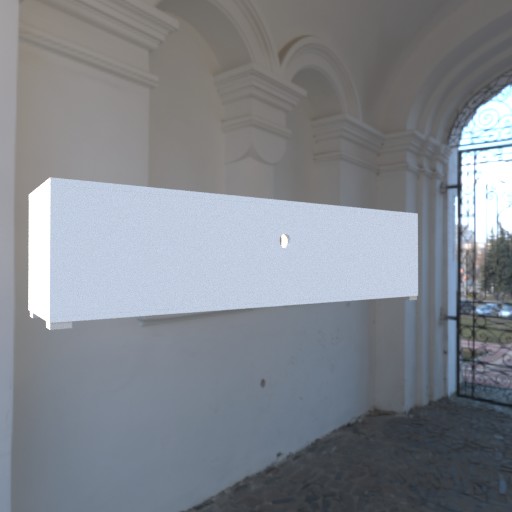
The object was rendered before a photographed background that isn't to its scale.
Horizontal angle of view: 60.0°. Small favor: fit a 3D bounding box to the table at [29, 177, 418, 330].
[{"bbox_3d":[0.000,0.000,1.848,1.650,0.420,0.390,0,-1,-35],"label":"table"}]
